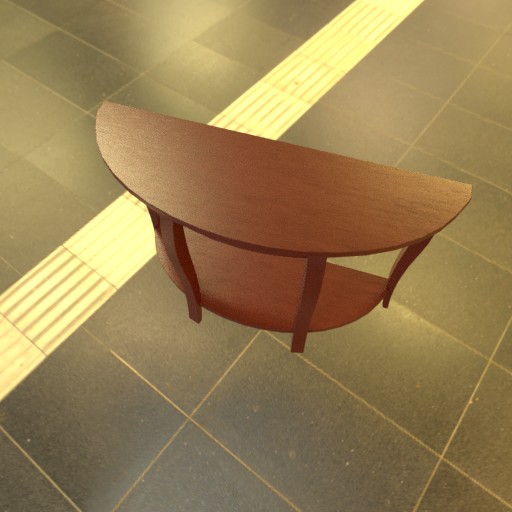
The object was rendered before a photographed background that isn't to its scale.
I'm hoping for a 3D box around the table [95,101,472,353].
[{"bbox_3d":[0.000,0.000,1.641,1.219,0.779,0.405,15,59,10],"label":"table"}]
